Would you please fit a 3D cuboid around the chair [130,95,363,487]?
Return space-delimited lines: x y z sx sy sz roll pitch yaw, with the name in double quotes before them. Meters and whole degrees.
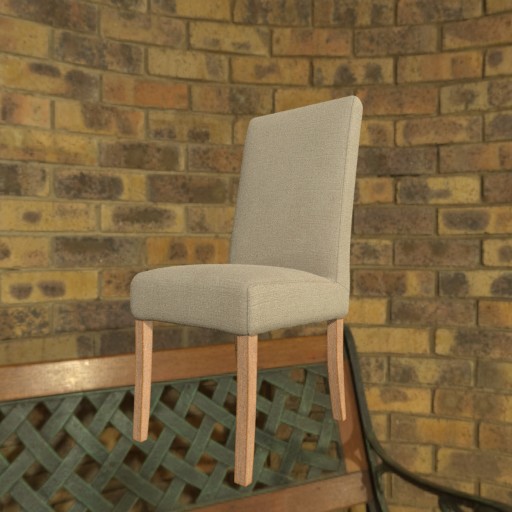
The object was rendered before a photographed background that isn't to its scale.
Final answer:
"chair" 0.000 0.000 1.356 0.450 1.033 0.611 1 1 38
